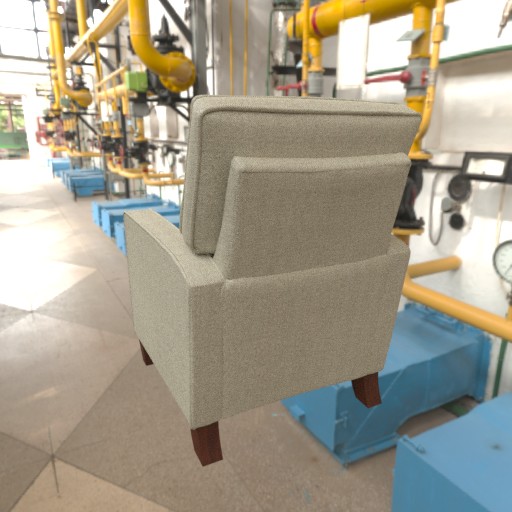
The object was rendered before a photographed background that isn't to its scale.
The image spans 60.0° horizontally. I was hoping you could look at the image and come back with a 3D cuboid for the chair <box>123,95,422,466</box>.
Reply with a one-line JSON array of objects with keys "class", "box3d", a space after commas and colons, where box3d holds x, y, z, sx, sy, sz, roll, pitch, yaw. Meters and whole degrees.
[{"class": "chair", "box3d": [0.000, 0.000, 1.358, 0.648, 0.888, 0.754, -8, 17, -26]}]
